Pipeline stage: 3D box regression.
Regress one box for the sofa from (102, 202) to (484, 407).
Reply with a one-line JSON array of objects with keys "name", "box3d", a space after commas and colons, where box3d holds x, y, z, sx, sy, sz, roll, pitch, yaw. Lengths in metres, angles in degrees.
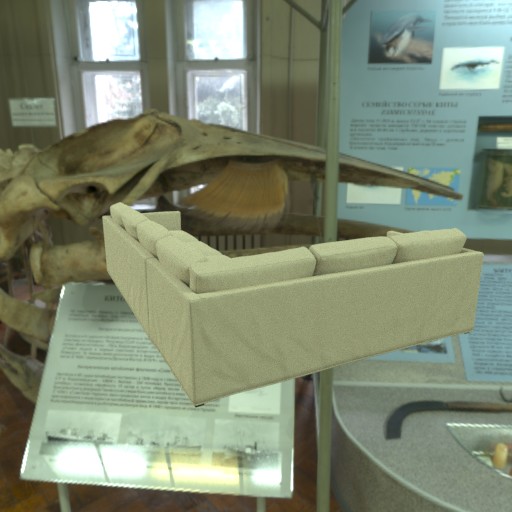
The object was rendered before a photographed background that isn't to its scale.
[{"name": "sofa", "box3d": [0.000, 0.000, 4.376, 2.432, 0.871, 3.182, -7, 16, -26]}]
